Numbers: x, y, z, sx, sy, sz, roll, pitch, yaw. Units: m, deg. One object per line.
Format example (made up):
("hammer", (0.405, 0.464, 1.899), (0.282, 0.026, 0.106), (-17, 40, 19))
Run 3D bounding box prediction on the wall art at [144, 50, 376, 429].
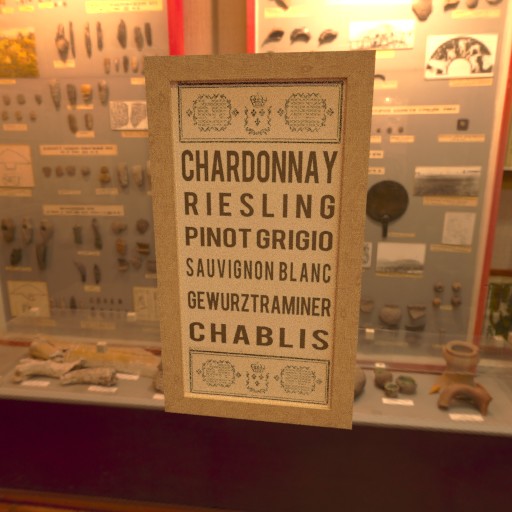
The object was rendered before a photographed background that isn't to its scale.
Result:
("wall art", (0.000, 0.000, 0.812), (0.381, 0.683, 0.013), (2, 15, 8))
